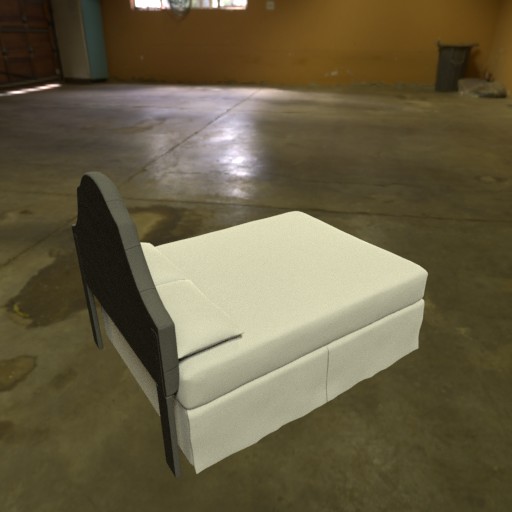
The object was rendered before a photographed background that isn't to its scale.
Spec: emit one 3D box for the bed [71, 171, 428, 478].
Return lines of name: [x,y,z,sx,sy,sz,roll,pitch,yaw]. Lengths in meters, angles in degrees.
bed: [0.000,0.000,3.256,2.155,1.575,1.636,-17,31,-31]
